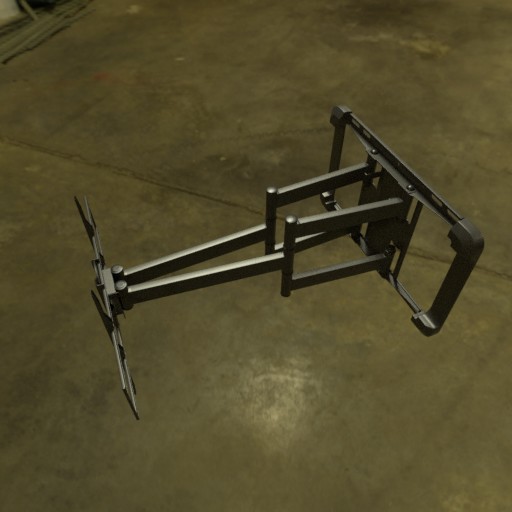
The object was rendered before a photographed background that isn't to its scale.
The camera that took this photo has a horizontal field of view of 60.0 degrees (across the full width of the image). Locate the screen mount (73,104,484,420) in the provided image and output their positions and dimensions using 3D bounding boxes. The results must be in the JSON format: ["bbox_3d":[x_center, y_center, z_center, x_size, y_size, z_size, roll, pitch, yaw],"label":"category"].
[{"bbox_3d":[0.000,0.000,1.343,0.905,0.483,0.725,-16,49,-15],"label":"screen mount"}]
